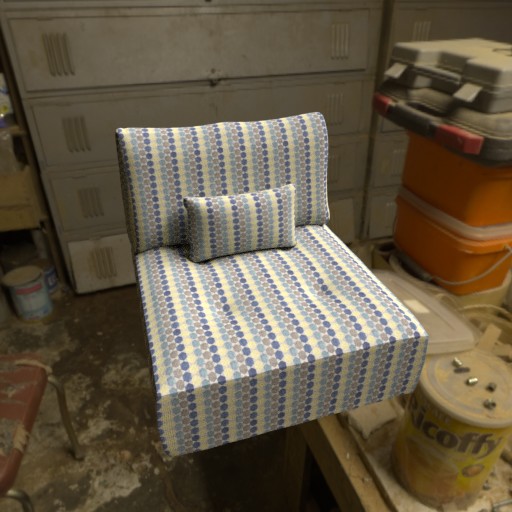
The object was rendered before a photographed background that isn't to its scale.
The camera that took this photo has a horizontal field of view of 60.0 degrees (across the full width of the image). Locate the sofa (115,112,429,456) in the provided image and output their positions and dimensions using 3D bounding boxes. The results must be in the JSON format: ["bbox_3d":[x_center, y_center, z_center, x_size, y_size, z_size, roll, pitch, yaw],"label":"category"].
[{"bbox_3d":[0.000,0.000,1.722,0.930,0.830,1.000,-9,33,-15],"label":"sofa"}]
